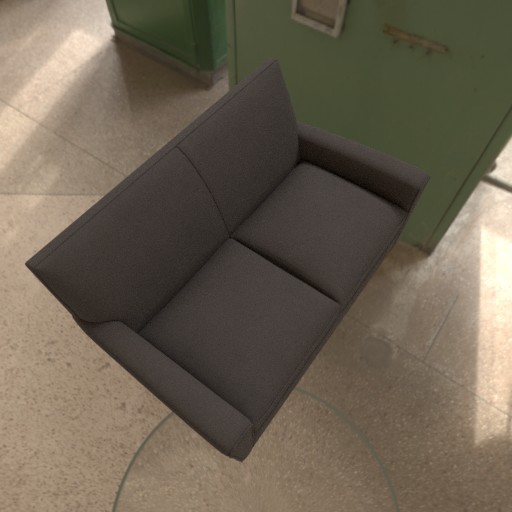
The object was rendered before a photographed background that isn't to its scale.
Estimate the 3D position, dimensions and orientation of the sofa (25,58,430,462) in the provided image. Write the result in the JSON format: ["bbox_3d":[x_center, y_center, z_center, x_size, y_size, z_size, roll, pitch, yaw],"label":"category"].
[{"bbox_3d":[0.000,0.000,1.922,0.871,0.846,1.420,33,64,18],"label":"sofa"}]
